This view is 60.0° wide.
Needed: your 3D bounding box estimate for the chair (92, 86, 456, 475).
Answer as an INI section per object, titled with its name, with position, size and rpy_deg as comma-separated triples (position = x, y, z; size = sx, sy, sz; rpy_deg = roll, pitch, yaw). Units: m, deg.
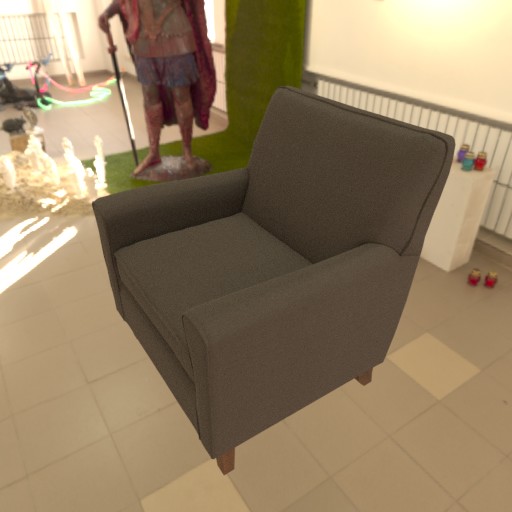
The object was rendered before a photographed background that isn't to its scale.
[chair]
position = 0.000, 0.000, 1.535
size = 0.831, 0.911, 0.836
rpy_deg = -20, 38, -28
